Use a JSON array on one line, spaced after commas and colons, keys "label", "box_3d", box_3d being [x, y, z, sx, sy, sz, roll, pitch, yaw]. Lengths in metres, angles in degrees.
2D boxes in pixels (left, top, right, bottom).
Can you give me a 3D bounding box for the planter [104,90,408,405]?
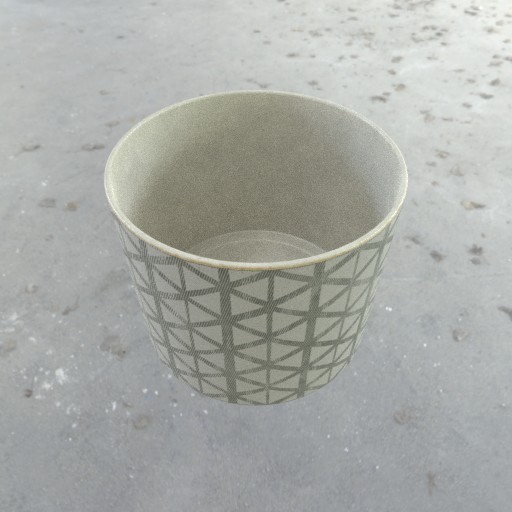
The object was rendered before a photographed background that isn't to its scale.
[{"label": "planter", "box_3d": [0.000, 0.000, 0.459, 0.250, 0.239, 0.250, 0, 46, 0]}]
